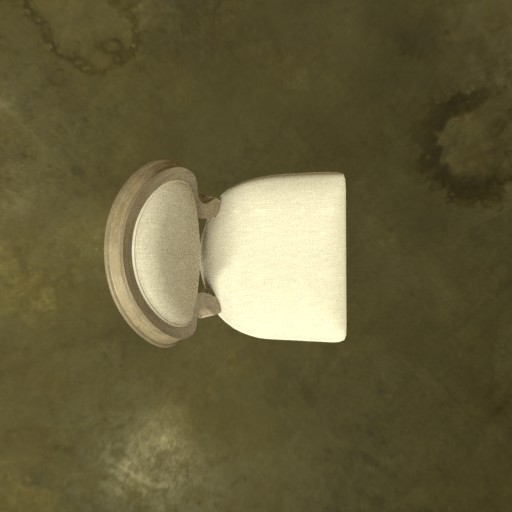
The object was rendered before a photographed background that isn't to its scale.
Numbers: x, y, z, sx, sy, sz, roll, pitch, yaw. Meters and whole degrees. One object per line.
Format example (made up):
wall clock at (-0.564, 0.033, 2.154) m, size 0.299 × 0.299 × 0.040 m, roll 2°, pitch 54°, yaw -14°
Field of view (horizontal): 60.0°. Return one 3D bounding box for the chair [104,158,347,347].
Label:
chair at (0.000, 0.000, 1.353) m, size 0.602 × 0.990 × 0.558 m, roll 0°, pitch 89°, yaw 0°
